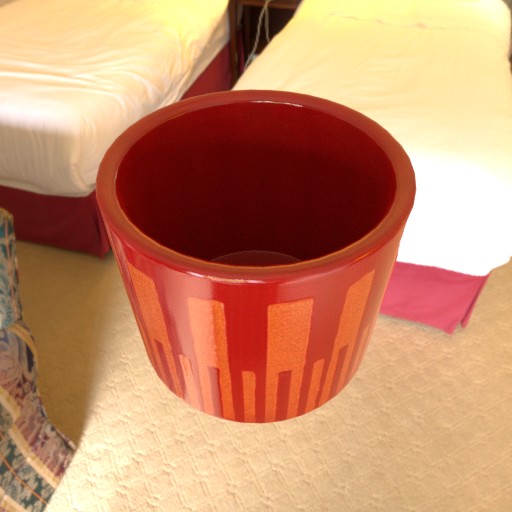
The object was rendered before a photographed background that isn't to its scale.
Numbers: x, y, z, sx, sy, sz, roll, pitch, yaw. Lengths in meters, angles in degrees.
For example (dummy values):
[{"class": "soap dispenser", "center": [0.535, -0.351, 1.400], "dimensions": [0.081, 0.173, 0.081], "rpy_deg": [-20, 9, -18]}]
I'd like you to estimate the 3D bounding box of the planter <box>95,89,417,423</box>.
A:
[{"class": "planter", "center": [0.000, 0.000, 0.396], "dimensions": [0.230, 0.202, 0.230], "rpy_deg": [0, 46, 0]}]
